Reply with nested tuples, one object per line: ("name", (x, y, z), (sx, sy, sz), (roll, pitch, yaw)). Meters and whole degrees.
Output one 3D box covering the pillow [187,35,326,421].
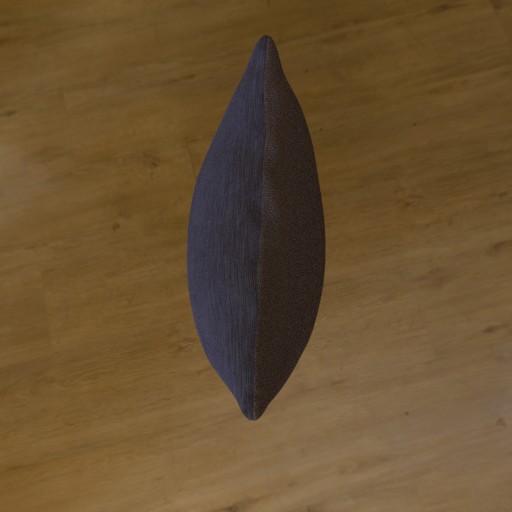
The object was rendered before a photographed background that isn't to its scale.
("pillow", (0.000, 0.000, 0.699), (0.204, 0.439, 0.452), (2, 77, 1))
